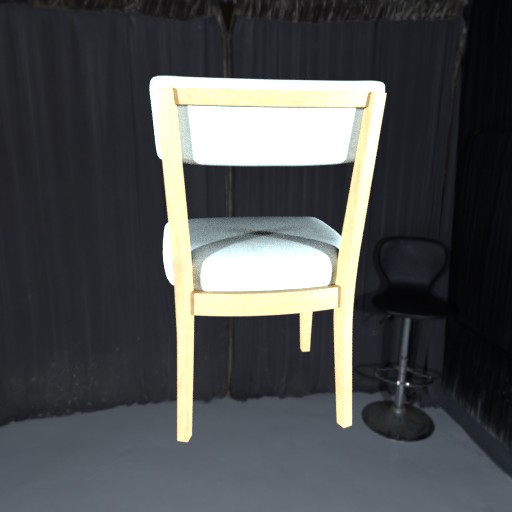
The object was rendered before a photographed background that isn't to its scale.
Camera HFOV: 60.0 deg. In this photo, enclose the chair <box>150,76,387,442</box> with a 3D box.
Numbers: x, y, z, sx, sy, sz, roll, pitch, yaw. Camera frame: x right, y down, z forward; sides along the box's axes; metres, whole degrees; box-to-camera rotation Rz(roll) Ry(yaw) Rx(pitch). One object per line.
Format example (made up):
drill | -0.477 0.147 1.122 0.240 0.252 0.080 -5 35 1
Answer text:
chair | 0.000 0.000 1.197 0.508 0.832 0.572 -2 13 -8
